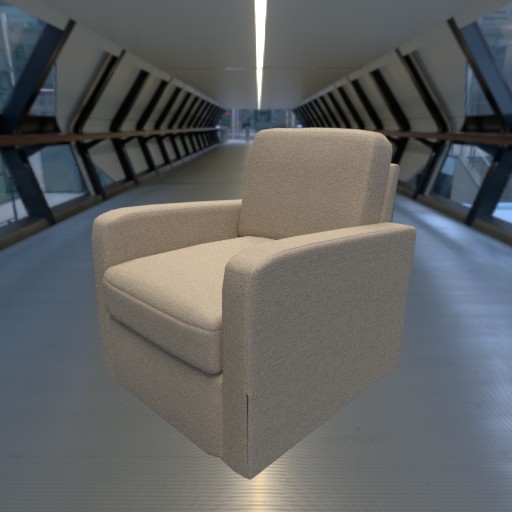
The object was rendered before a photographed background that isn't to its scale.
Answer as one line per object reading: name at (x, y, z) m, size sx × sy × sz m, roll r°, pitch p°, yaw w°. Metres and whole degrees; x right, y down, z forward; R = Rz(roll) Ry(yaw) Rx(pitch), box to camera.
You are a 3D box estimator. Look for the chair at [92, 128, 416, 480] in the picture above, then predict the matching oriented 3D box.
chair at (0.000, 0.000, 1.502) m, size 0.755 × 0.827 × 0.888 m, roll 16°, pitch 23°, yaw 42°
